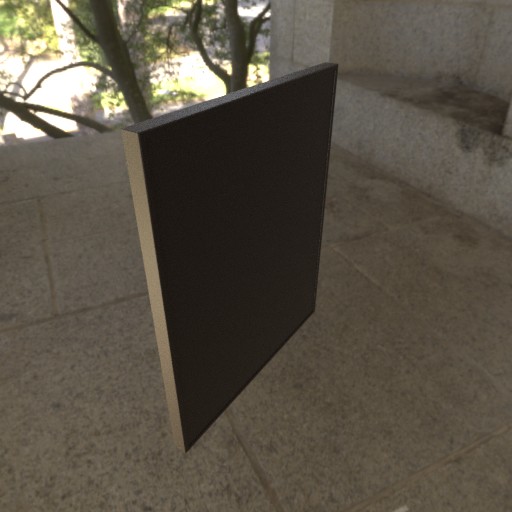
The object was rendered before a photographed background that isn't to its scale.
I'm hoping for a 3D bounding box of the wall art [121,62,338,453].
[{"bbox_3d":[0.000,0.000,0.759,0.028,0.551,0.451,21,39,29],"label":"wall art"}]
